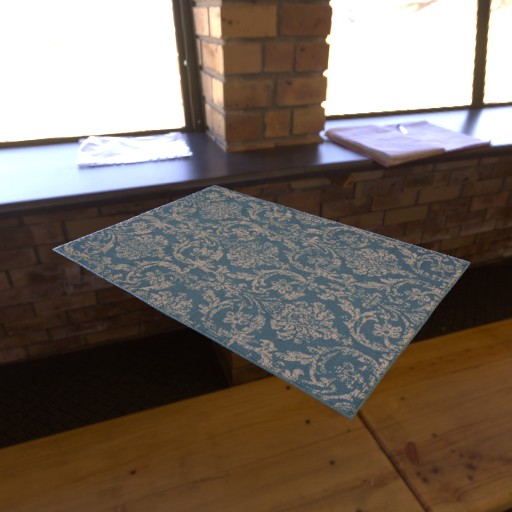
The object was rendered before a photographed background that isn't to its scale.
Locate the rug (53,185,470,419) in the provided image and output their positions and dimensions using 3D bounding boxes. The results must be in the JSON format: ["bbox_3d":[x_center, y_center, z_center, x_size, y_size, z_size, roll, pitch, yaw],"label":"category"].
[{"bbox_3d":[0.000,0.000,2.851,2.205,0.012,1.554,22,36,33],"label":"rug"}]
